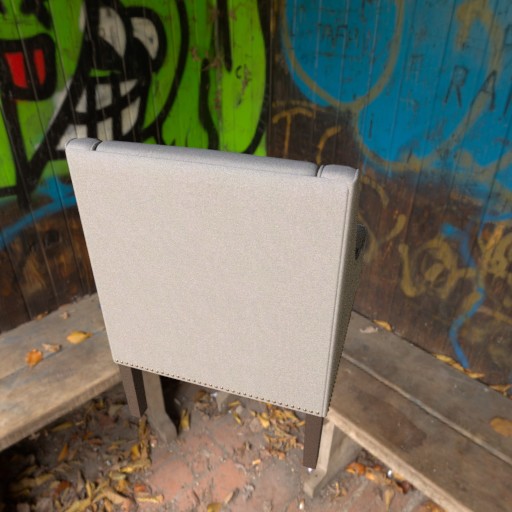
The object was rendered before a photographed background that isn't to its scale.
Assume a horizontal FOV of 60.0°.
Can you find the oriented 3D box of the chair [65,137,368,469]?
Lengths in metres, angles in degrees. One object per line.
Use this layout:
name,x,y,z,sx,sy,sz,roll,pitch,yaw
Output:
chair,0.000,0.000,1.368,0.631,0.867,0.747,10,33,15
